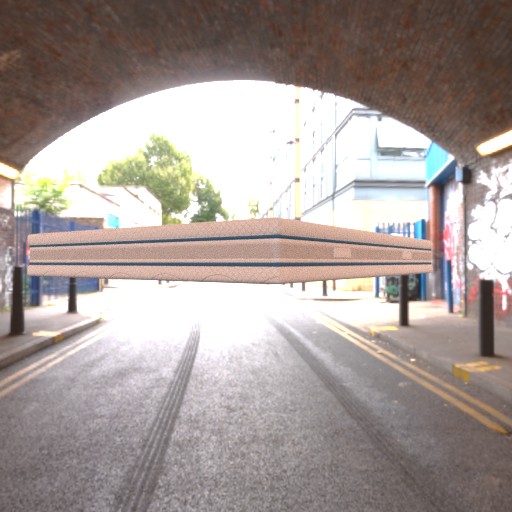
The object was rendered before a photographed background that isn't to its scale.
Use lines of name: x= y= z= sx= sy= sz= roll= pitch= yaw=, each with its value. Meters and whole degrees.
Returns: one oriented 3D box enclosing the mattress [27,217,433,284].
mattress: x=0.000 y=0.000 z=2.730 sx=1.600 sy=0.230 sz=2.000 roll=-1 pitch=-1 yaw=35
